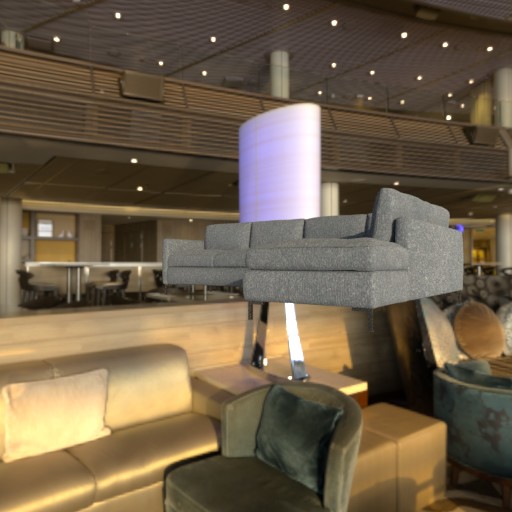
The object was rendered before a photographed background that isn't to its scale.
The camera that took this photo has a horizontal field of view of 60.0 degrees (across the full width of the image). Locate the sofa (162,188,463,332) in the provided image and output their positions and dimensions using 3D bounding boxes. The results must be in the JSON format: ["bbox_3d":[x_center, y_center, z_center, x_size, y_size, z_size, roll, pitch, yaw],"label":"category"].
[{"bbox_3d":[0.000,0.000,3.818,2.949,0.815,2.007,-1,-1,37],"label":"sofa"}]
